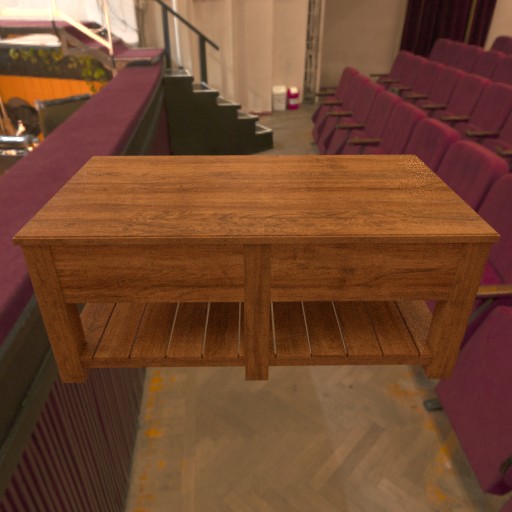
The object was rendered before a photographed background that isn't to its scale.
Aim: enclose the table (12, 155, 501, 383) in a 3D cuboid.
[{"bbox_3d":[0.000,0.000,1.435,1.150,0.480,0.635,0,30,-1],"label":"table"}]
